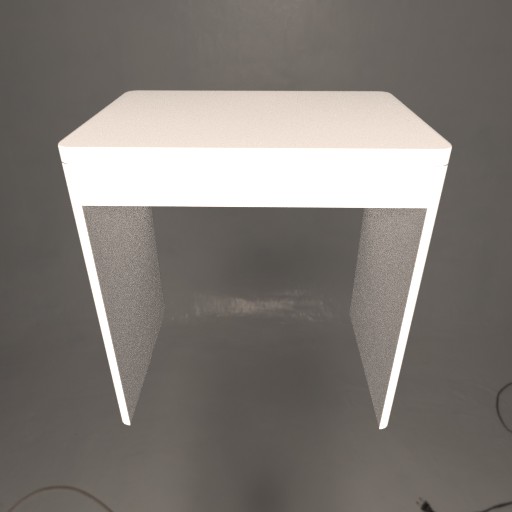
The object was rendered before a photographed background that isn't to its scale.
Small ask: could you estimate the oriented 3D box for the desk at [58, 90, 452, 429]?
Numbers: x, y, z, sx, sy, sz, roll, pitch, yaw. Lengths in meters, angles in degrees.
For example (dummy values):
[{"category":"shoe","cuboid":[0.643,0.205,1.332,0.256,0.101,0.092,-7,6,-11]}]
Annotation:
[{"category":"desk","cuboid":[0.000,0.000,1.270,0.762,0.800,0.549,1,31,1]}]
